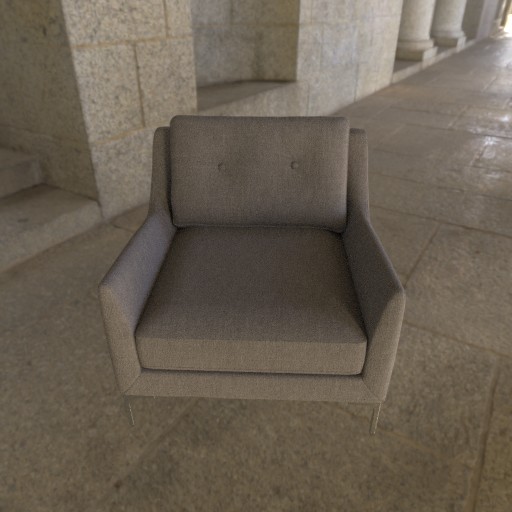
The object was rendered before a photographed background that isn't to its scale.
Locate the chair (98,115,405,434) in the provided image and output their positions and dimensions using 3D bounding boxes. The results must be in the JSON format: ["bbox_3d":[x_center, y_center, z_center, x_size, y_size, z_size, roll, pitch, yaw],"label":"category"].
[{"bbox_3d":[0.000,0.000,1.569,0.847,0.828,0.849,1,31,2],"label":"chair"}]
